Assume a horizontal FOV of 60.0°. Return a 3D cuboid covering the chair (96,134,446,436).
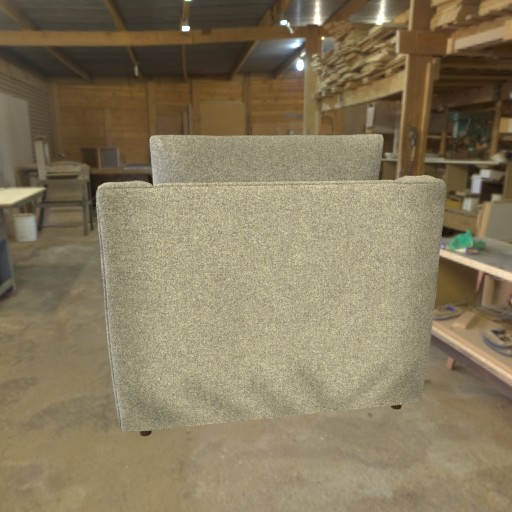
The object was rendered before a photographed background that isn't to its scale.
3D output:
[{"bbox_3d":[0.000,0.000,2.013,1.194,1.059,1.071,-2,14,-9],"label":"chair"}]
